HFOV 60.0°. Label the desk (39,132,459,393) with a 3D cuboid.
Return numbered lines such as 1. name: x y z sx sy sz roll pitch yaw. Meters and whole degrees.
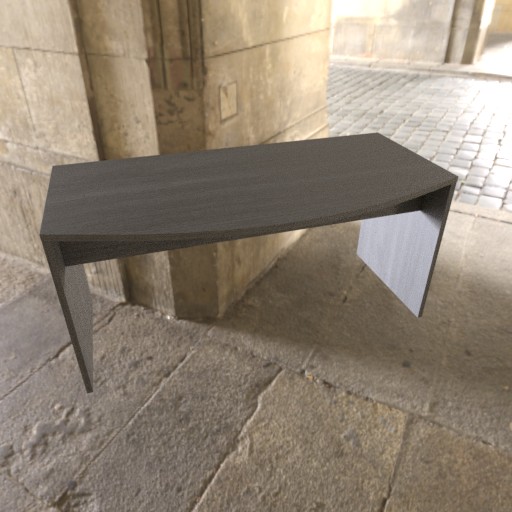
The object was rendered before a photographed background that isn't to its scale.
1. desk: 0.000 0.000 2.007 1.600 0.750 0.802 -10 34 -15
